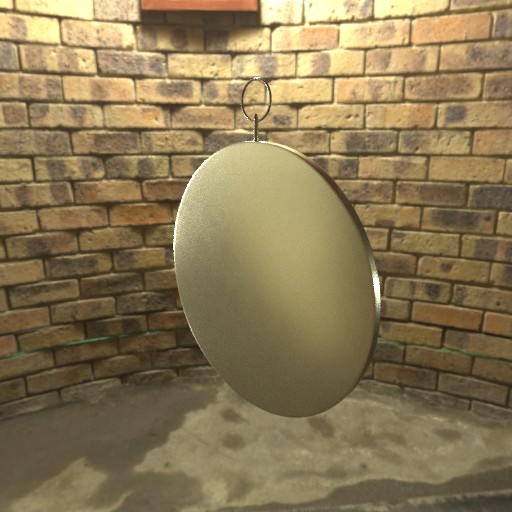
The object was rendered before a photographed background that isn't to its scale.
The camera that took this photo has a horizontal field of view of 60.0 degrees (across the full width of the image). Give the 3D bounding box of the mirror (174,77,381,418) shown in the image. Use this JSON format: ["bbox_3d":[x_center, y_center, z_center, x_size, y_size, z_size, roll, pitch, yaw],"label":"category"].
[{"bbox_3d":[0.000,0.000,0.947,0.020,0.713,0.594,-14,20,-43],"label":"mirror"}]
